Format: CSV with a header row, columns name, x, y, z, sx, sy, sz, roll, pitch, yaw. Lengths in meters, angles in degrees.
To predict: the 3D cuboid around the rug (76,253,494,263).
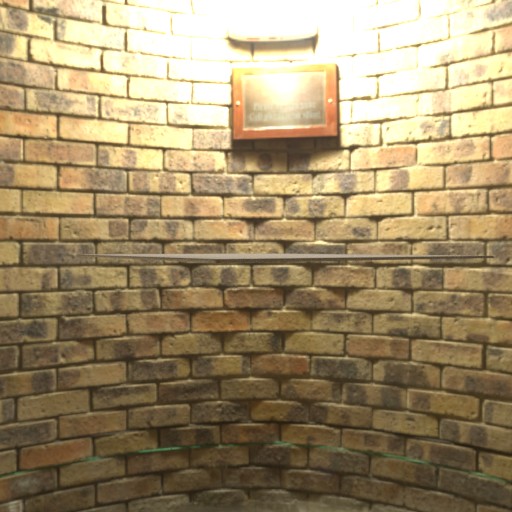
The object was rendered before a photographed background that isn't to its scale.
name,x,y,z,sx,sy,sz,roll,pitch,yaw
rug,0.000,0.000,3.953,2.430,0.018,2.976,0,1,-34
